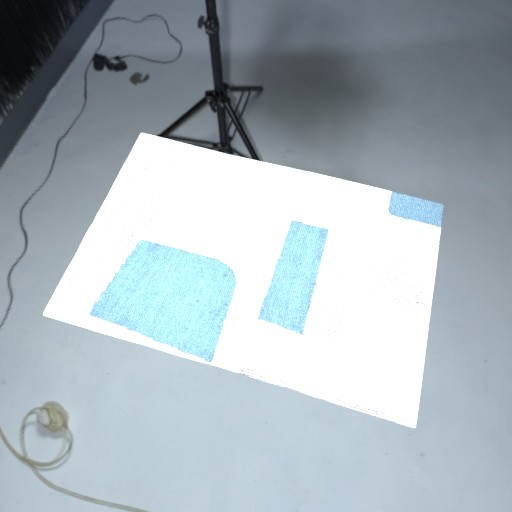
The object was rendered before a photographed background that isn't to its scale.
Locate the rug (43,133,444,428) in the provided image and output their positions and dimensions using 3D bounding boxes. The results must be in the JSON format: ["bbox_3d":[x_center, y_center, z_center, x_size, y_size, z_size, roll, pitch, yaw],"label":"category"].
[{"bbox_3d":[0.000,0.000,2.352,1.847,0.020,1.238,15,64,7],"label":"rug"}]
